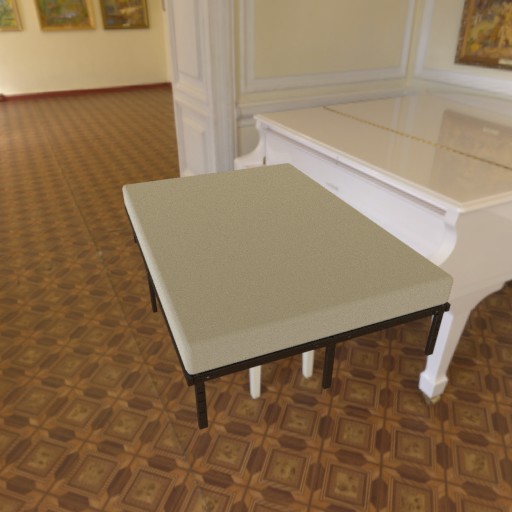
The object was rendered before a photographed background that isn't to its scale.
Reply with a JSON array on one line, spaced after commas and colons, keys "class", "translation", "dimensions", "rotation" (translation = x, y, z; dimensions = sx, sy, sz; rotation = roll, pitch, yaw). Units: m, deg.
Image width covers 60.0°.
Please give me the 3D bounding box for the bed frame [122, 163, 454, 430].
[{"class": "bed frame", "translation": [0.000, 0.000, 3.912], "dimensions": [2.205, 0.680, 2.842], "rotation": [-8, 31, -13]}]
